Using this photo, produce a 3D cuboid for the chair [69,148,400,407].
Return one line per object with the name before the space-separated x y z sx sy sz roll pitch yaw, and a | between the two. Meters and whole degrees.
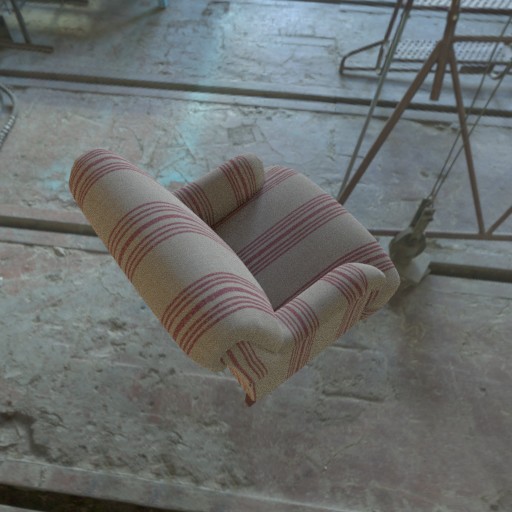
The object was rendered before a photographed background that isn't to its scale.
chair | 0.000 0.000 1.914 1.058 1.123 0.933 -33 63 -19
